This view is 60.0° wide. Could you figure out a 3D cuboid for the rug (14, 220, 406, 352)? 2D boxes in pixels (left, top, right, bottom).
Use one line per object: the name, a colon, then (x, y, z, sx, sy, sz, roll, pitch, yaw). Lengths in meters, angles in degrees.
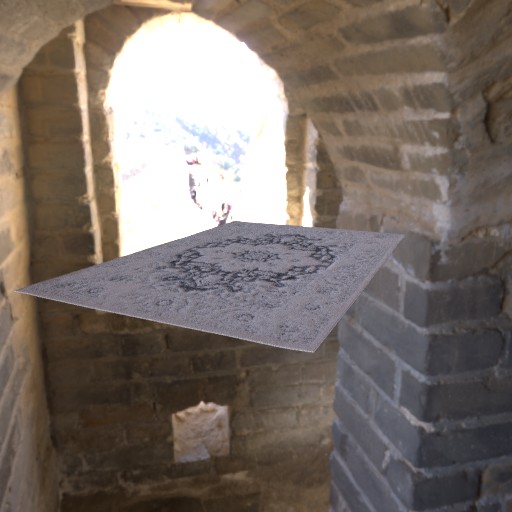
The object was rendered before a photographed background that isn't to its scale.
rug: (0.000, 0.000, 2.251, 1.223, 0.008, 1.813, 7, 16, 25)
